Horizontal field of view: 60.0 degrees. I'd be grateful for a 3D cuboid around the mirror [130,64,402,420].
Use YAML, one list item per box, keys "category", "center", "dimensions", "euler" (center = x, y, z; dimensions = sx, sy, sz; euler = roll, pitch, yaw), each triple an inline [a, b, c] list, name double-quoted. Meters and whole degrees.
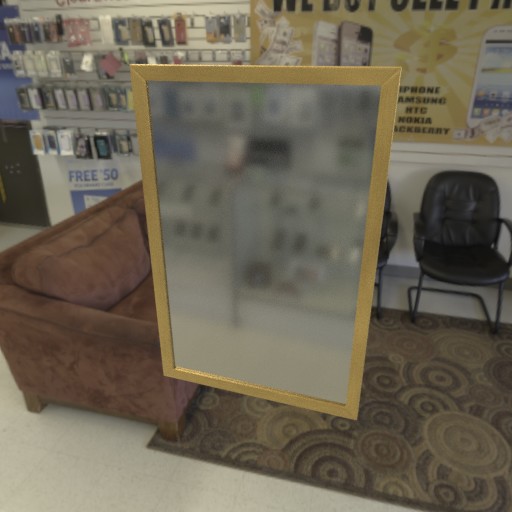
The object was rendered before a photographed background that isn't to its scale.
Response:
- category: "mirror"
  center: [0.000, 0.000, 1.158]
  dimensions: [0.609, 0.915, 0.040]
  euler: [8, 26, 16]
